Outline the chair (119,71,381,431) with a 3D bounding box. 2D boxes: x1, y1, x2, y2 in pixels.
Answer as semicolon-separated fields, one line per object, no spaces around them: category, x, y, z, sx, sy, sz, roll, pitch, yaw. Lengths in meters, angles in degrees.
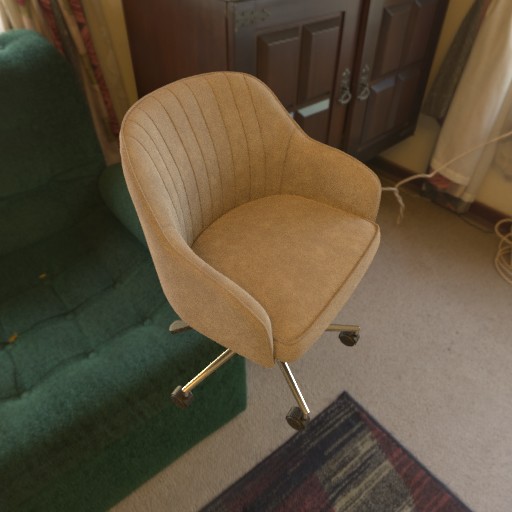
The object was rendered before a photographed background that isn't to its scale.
chair;0.000;0.000;1.239;0.573;0.831;0.635;23;46;24
